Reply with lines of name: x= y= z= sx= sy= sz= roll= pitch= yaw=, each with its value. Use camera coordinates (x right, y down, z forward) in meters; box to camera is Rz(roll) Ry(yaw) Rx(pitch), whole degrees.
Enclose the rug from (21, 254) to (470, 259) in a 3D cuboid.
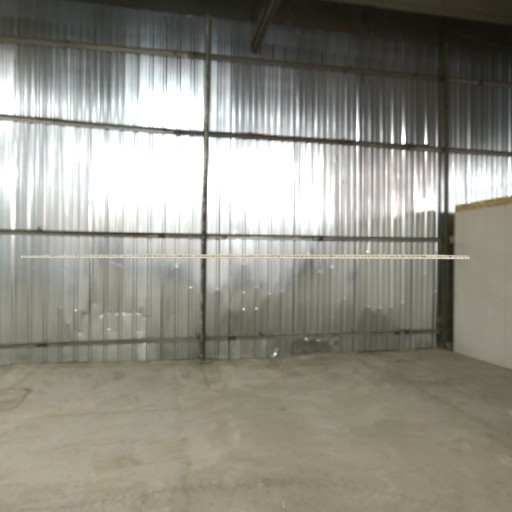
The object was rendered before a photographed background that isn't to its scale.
rug: x=0.000 y=0.000 z=2.866 sx=2.280 sy=0.015 sz=1.521 roll=0 pitch=0 yaw=17
